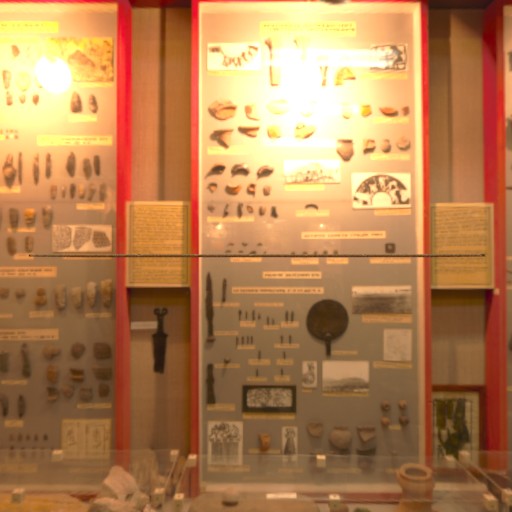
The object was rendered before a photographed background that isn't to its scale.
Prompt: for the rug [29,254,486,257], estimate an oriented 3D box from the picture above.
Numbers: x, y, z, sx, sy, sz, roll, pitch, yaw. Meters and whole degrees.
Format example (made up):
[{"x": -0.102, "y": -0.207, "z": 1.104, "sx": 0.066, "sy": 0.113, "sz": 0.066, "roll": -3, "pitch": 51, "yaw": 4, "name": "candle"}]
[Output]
[{"x": 0.000, "y": 0.000, "z": 2.739, "sx": 2.438, "sy": 0.012, "sz": 0.762, "roll": 0, "pitch": 0, "yaw": 1, "name": "rug"}]
